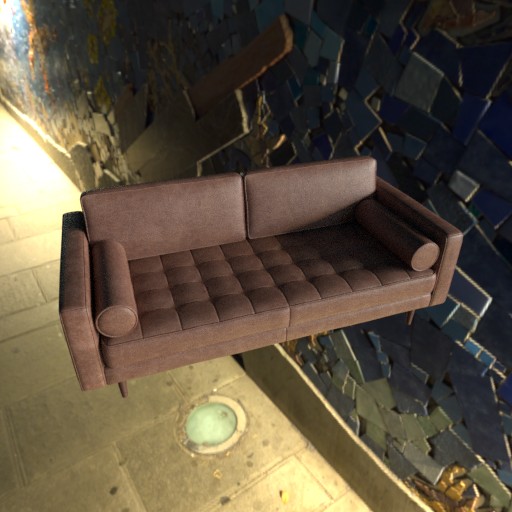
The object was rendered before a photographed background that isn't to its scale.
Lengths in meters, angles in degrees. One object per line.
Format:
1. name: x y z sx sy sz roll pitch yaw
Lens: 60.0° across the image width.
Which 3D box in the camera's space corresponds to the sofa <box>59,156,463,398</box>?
1. sofa: 0.000 0.000 2.330 1.870 0.760 0.910 -10 33 -16
